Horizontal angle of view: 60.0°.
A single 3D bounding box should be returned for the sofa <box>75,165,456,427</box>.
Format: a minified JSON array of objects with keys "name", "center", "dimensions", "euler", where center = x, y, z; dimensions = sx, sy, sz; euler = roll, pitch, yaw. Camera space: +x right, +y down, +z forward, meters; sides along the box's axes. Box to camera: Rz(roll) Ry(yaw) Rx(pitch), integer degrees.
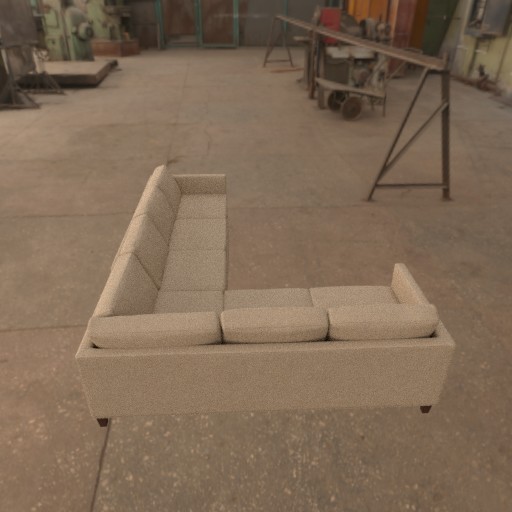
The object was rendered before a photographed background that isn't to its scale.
[{"name":"sofa","center":[0.000,0.000,4.256],"dimensions":[2.432,0.863,3.182],"euler":[-1,31,-2]}]
